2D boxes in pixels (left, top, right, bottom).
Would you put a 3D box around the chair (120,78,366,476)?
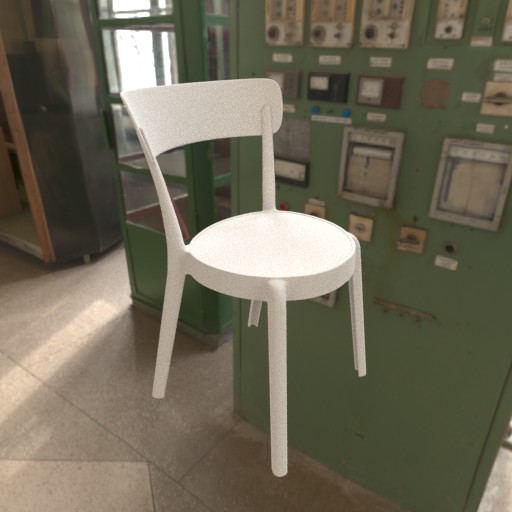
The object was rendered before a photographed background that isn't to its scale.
[{"bbox_3d":[0.000,0.000,1.110,0.491,0.790,0.506,18,31,33],"label":"chair"}]
